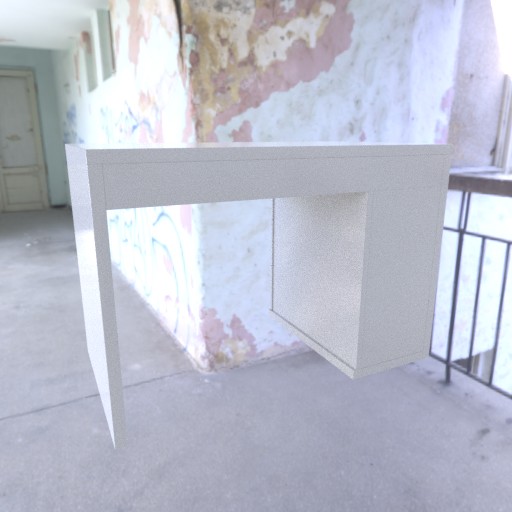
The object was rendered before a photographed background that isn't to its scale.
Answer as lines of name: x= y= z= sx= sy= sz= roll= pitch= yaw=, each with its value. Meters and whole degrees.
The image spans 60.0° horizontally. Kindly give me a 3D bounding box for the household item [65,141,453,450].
household item: x=0.000 y=0.000 z=1.527 sx=1.100 sy=0.749 sz=0.597 roll=-8 pitch=17 yaw=-25
